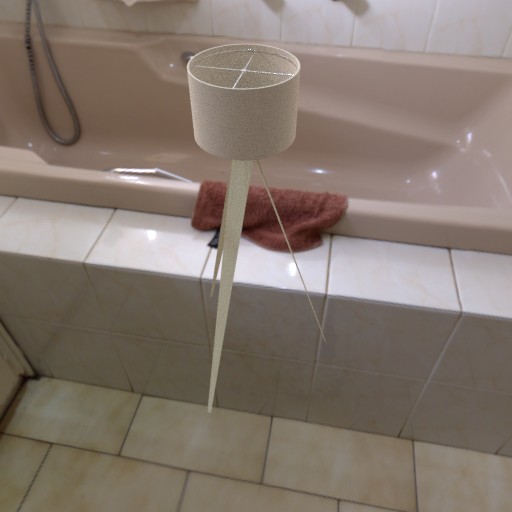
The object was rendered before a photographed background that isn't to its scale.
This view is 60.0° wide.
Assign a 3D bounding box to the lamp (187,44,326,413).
[{"bbox_3d":[0.000,0.000,1.848,0.724,1.524,0.716,9,46,9],"label":"lamp"}]
